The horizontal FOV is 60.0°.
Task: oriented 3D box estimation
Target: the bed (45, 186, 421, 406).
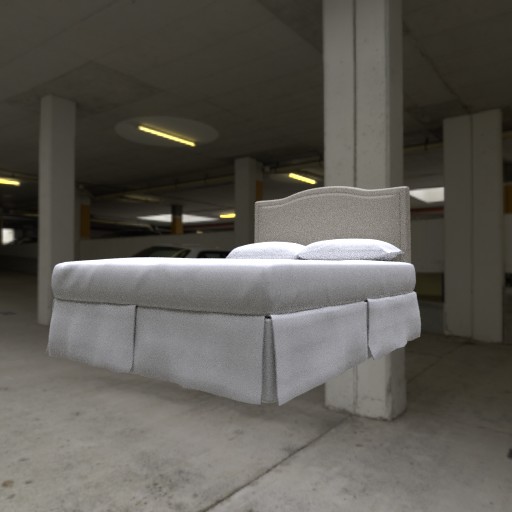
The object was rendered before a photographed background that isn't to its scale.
[{"bbox_3d":[0.000,0.000,3.537,1.977,1.437,2.477,-1,-1,36],"label":"bed"}]
